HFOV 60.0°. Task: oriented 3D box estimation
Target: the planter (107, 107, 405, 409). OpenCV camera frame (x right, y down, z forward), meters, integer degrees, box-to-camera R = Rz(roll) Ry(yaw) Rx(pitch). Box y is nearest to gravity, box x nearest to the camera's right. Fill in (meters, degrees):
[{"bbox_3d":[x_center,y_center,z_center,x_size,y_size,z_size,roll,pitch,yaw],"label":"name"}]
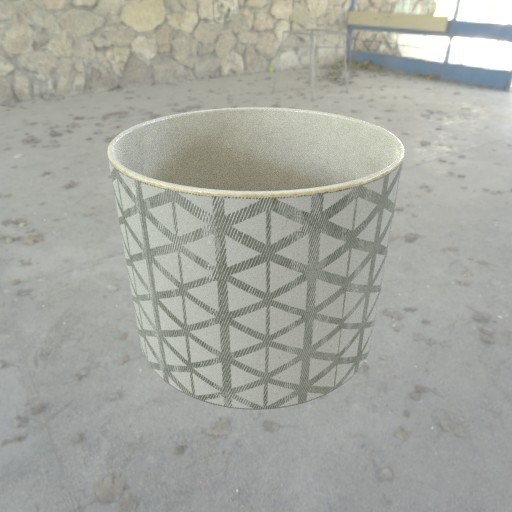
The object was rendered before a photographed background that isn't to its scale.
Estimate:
[{"bbox_3d":[0.000,0.000,0.448,0.250,0.239,0.250,0,30,0],"label":"planter"}]
